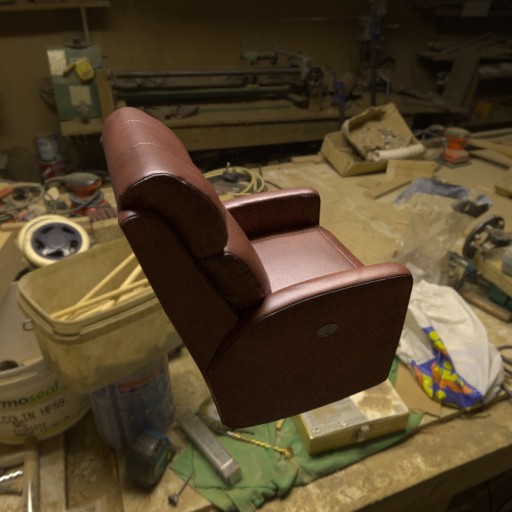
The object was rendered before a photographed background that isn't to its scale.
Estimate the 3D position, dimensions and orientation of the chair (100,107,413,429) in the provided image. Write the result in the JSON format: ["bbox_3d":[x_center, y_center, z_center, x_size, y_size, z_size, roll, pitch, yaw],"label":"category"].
[{"bbox_3d":[0.000,0.000,1.660,0.939,1.016,0.787,-11,34,-17],"label":"chair"}]
